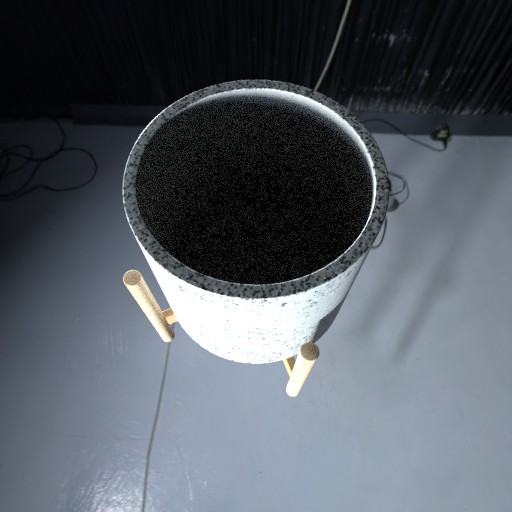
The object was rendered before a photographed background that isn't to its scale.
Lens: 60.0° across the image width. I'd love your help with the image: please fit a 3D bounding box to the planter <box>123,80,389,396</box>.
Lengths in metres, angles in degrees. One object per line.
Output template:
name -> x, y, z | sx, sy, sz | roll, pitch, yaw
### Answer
planter -> 0.000, 0.000, 0.695 | 0.360, 0.419, 0.360 | 1, 64, 0
